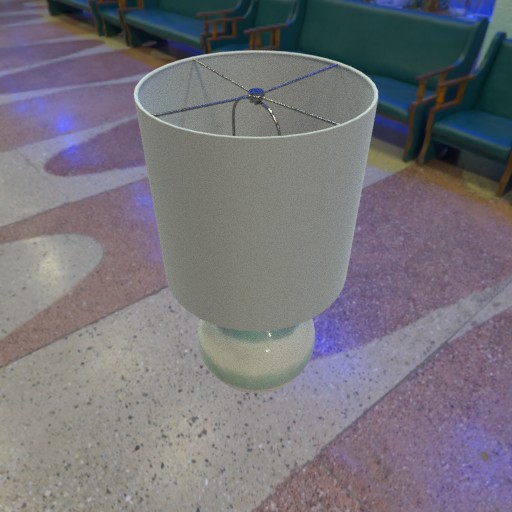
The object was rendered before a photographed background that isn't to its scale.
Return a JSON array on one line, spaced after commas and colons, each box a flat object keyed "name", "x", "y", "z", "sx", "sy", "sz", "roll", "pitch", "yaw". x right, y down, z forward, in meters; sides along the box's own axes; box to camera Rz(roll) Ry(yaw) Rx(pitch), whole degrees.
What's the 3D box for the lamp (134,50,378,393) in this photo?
[{"name": "lamp", "x": 0.000, "y": 0.000, "z": 0.531, "sx": 0.217, "sy": 0.404, "sz": 0.217, "roll": -27, "pitch": 47, "yaw": -28}]
